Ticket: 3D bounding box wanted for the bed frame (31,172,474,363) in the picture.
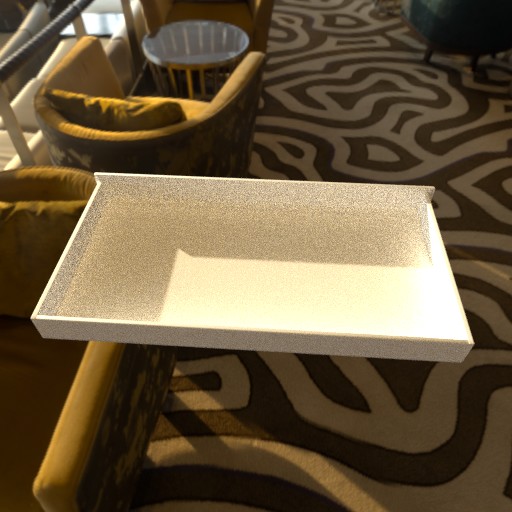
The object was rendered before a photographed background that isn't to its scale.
[{"bbox_3d":[0.000,0.000,1.517,1.300,0.141,0.670,3,47,3],"label":"bed frame"}]
